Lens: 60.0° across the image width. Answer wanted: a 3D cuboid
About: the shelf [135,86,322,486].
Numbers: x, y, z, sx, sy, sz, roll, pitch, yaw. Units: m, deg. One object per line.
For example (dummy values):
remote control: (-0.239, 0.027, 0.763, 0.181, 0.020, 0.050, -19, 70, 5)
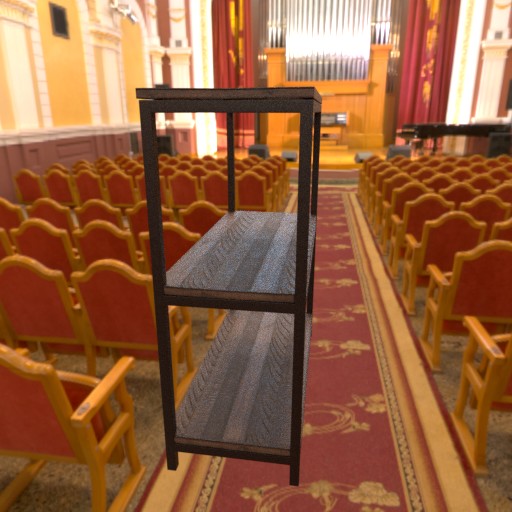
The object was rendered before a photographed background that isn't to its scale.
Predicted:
shelf: (0.000, 0.000, 1.383, 0.352, 0.947, 0.822, 3, 18, 9)
